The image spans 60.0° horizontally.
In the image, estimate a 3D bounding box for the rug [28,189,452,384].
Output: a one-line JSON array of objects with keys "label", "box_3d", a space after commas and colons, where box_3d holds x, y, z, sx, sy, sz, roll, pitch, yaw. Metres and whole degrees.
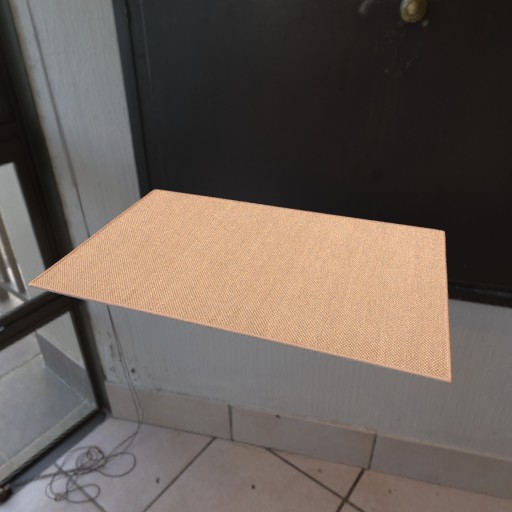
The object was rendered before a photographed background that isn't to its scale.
[{"label": "rug", "box_3d": [0.000, 0.000, 2.061, 1.676, 0.013, 1.067, 10, 33, 16]}]
